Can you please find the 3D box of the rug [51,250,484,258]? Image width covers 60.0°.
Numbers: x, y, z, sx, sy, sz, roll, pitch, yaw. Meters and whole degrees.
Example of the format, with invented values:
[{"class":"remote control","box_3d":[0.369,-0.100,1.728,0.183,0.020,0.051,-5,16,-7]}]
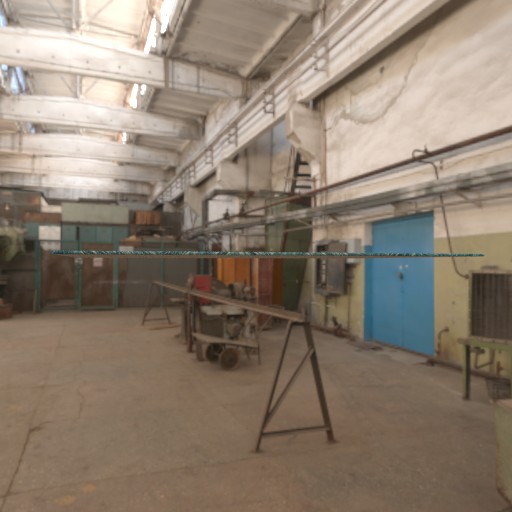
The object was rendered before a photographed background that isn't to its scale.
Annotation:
[{"class":"rug","box_3d":[0.000,0.000,2.896,2.277,0.015,1.490,0,-1,-18]}]
